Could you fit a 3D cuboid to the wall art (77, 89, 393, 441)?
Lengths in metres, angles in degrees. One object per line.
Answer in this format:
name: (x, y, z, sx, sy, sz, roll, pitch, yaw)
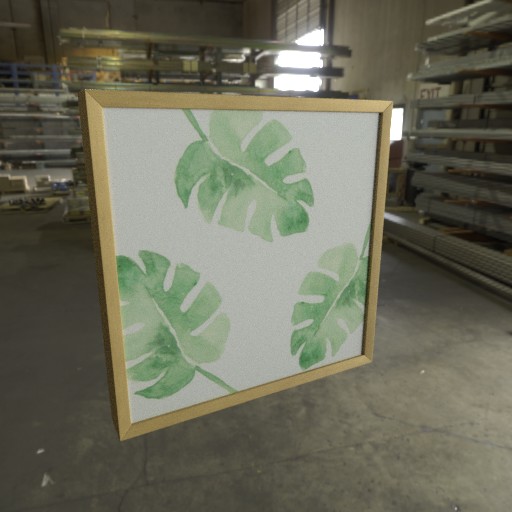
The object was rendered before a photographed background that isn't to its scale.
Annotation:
wall art: (0.000, 0.000, 0.451, 0.305, 0.305, 0.038, -9, 18, -27)
